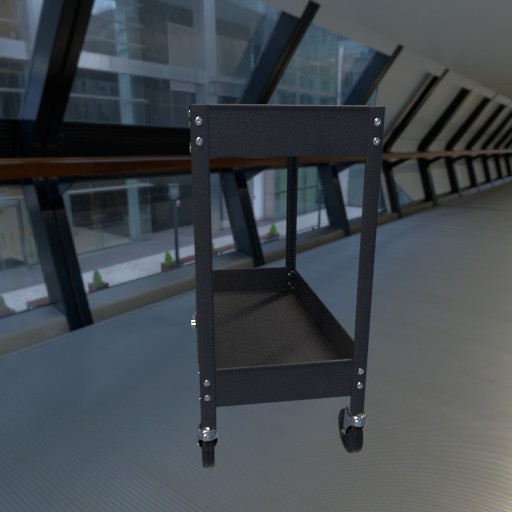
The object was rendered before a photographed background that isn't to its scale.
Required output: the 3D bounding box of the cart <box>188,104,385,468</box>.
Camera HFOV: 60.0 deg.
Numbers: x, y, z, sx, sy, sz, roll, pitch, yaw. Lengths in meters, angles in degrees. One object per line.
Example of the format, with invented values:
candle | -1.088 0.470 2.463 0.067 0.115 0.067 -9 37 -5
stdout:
cart | 0.000 0.000 1.193 0.366 0.719 0.779 -2 15 -8
